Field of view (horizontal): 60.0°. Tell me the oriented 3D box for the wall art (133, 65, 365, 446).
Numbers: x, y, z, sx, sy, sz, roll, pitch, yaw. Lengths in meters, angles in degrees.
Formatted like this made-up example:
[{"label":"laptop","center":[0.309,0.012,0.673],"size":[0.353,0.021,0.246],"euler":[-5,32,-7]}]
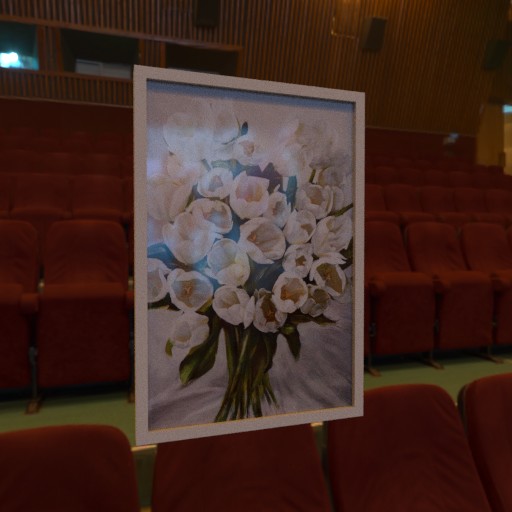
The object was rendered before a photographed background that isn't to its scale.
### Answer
[{"label":"wall art","center":[0.000,0.000,0.554],"size":[0.293,0.428,0.025],"euler":[0,1,-18]}]
